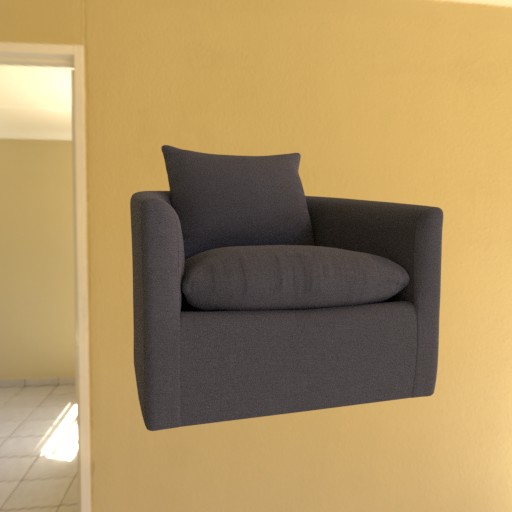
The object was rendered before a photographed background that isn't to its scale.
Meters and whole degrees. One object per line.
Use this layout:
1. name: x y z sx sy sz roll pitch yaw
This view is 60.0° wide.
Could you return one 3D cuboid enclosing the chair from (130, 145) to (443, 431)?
1. chair: 0.000 0.000 1.553 0.845 0.848 0.910 -1 2 -18
